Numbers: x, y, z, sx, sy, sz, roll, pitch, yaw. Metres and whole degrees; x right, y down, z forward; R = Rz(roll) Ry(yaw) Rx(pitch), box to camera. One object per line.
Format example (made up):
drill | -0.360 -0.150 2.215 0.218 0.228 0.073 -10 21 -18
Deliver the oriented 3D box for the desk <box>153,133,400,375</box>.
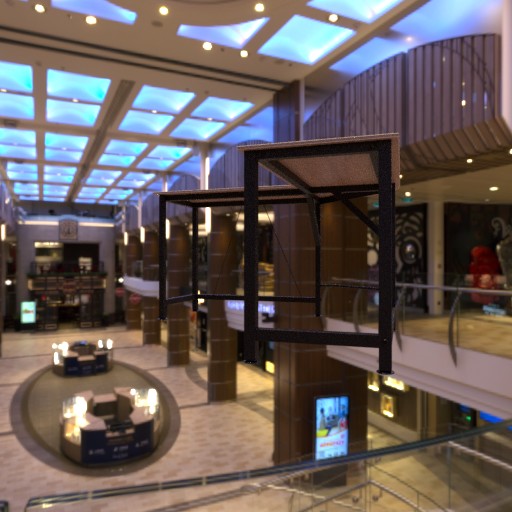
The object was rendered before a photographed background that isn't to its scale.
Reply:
desk | 0.000 0.000 2.267 1.400 0.762 1.400 0 0 18
